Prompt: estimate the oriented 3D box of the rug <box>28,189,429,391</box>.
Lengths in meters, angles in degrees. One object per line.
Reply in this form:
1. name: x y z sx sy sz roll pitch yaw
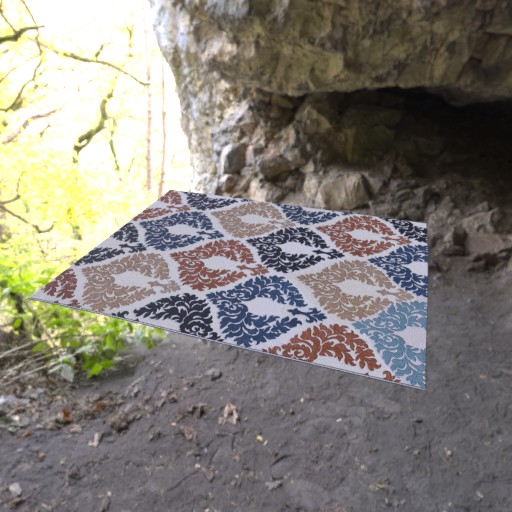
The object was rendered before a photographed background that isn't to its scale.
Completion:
1. rug: 0.000 0.000 4.118 3.040 0.014 2.423 10 32 16
